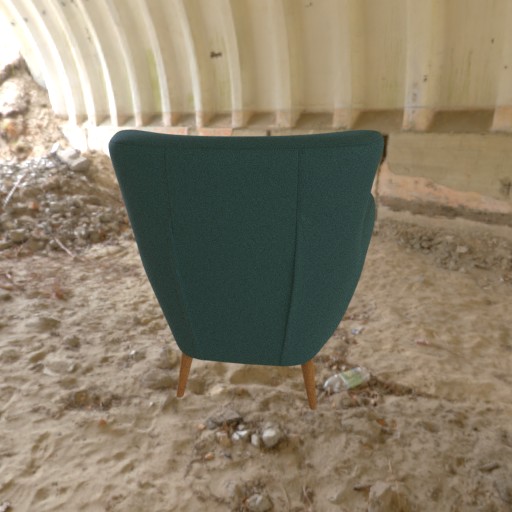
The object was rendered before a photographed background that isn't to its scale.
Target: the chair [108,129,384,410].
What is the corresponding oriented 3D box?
[{"bbox_3d":[0.000,0.000,1.614,0.890,0.889,0.889,2,17,8],"label":"chair"}]
